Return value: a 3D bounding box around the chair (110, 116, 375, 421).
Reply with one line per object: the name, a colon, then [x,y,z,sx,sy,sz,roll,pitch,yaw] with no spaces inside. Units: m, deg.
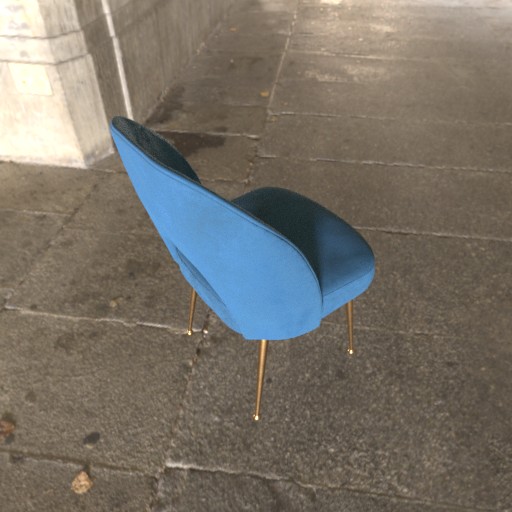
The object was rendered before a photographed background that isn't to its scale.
chair: [0.000,0.000,1.211,0.577,0.860,0.527,-26,48,-26]
